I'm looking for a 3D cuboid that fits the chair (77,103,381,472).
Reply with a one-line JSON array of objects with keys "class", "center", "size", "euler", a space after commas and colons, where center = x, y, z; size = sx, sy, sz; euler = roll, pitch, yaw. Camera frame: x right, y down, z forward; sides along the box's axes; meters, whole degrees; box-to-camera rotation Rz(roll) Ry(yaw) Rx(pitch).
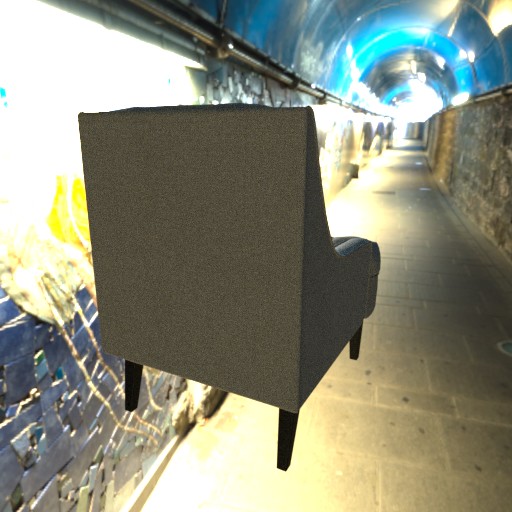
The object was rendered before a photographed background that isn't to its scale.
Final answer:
[{"class": "chair", "center": [0.000, 0.000, 1.422], "size": [0.658, 0.891, 0.772], "euler": [8, 18, 27]}]
